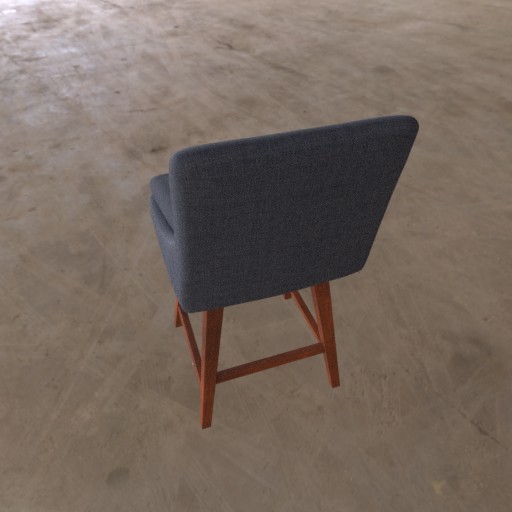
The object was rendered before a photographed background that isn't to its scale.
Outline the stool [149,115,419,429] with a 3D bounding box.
[{"bbox_3d":[0.000,0.000,1.147,0.467,0.895,0.524,-13,43,-14],"label":"stool"}]
